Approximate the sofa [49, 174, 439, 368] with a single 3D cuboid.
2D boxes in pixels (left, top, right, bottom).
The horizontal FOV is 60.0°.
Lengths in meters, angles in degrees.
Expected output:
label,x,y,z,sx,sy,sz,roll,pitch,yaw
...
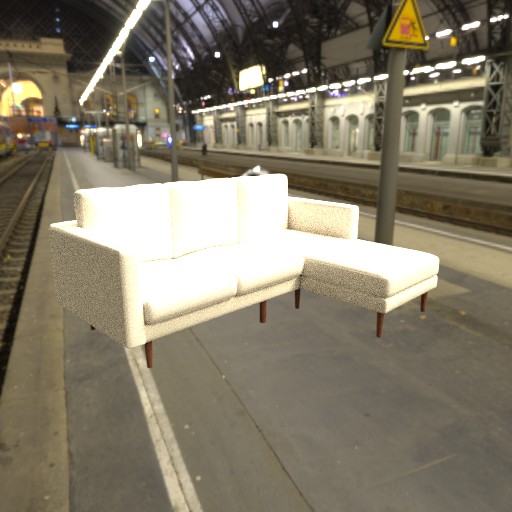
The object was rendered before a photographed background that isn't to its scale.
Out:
label,x,y,z,sx,sy,sz,roll,pitch,yaw
sofa,0.000,0.000,2.891,2.029,0.899,1.580,-14,20,-43
